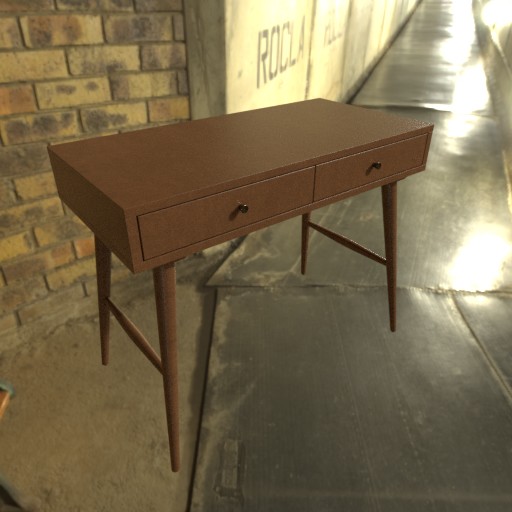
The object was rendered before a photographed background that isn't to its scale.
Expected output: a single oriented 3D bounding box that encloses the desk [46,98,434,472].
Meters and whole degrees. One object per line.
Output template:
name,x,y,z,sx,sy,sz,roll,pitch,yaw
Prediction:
desk,0.000,0.000,1.384,0.949,0.758,0.510,-22,37,-32
